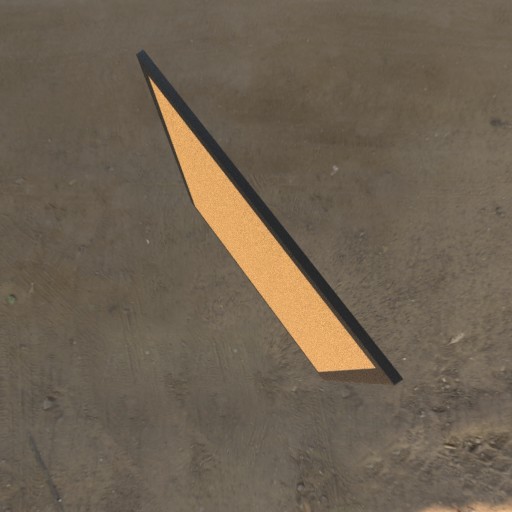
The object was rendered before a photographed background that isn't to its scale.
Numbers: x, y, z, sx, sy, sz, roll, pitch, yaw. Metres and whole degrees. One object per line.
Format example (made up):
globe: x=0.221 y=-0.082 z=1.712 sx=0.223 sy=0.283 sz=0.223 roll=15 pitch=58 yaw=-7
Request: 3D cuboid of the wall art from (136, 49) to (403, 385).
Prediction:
wall art: x=0.000 y=0.000 z=0.990 sx=0.016 sy=0.659 sz=0.663 roll=-35 pitch=78 yaw=-9
